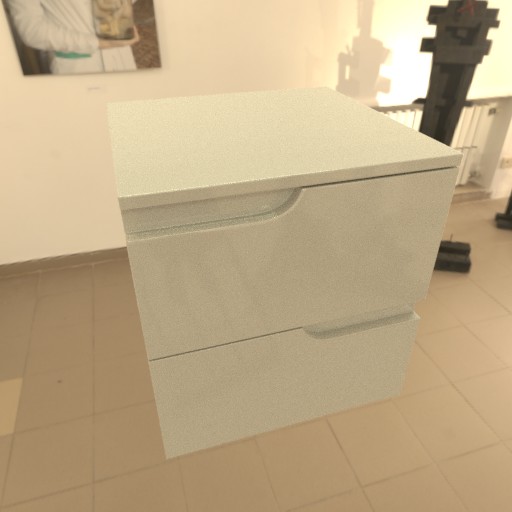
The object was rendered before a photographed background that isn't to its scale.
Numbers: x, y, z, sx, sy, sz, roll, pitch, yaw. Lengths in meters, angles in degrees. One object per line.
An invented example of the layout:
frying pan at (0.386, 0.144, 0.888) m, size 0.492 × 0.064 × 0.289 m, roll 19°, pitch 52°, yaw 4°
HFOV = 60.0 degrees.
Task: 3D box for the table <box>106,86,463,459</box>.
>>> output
table at (0.000, 0.000, 0.790) m, size 0.420 × 0.470 × 0.400 m, roll -10°, pitch 34°, yaw -15°
